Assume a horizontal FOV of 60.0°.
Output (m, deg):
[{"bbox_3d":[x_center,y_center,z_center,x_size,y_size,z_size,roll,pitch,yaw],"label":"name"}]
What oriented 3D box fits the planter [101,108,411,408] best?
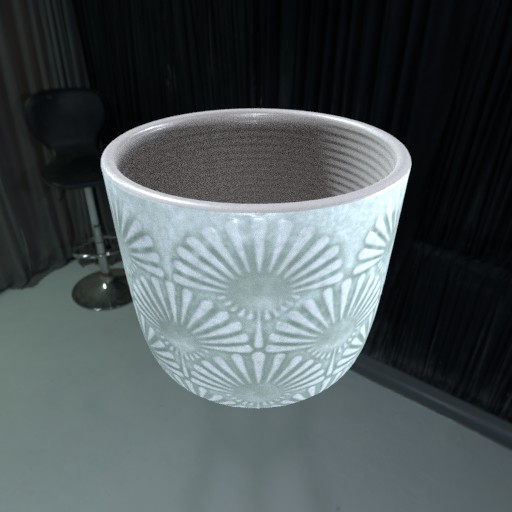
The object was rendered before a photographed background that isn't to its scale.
[{"bbox_3d":[0.000,0.000,0.212,0.124,0.109,0.124,0,32,0],"label":"planter"}]
